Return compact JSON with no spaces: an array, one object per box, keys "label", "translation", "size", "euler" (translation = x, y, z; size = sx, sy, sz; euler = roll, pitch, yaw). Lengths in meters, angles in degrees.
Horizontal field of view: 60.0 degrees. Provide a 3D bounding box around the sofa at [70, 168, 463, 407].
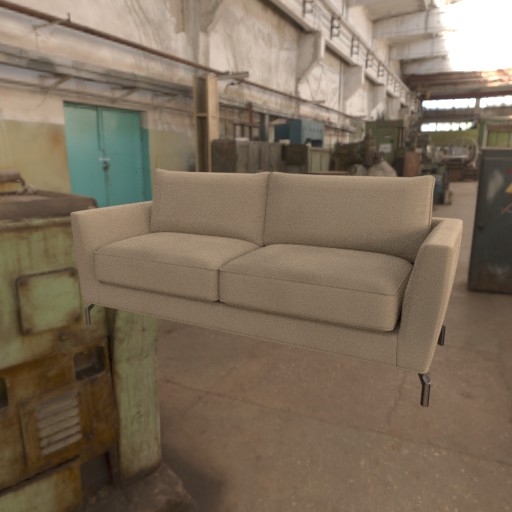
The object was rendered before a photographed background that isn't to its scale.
[{"label":"sofa","translation":[0.000,0.000,2.689],"size":[2.214,1.005,0.868],"euler":[7,15,27]}]
